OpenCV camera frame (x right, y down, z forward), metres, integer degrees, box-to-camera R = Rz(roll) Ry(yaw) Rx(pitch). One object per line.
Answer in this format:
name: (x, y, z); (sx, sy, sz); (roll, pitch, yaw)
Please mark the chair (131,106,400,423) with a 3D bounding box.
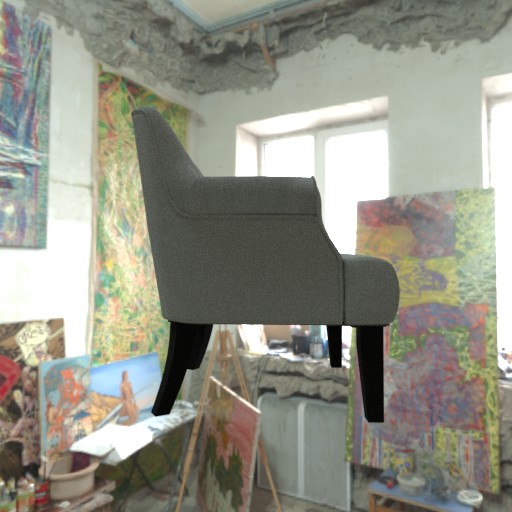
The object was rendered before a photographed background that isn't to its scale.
chair: (0.000, 0.000, 1.494); (0.755, 0.880, 0.772); (0, -1, 1)
